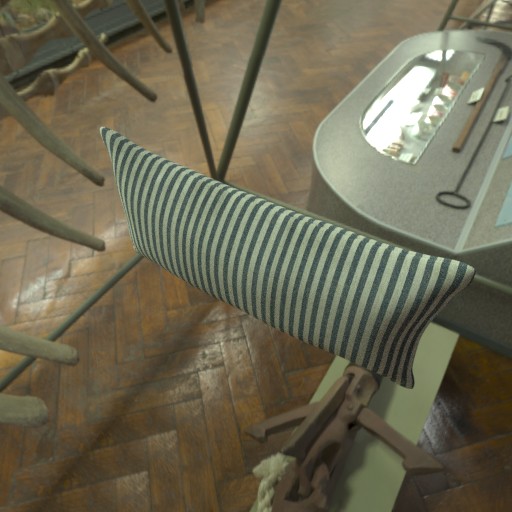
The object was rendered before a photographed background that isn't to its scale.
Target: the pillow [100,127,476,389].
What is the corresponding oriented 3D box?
[{"bbox_3d":[0.000,0.000,0.741,0.617,0.295,0.151,24,51,21],"label":"pillow"}]
